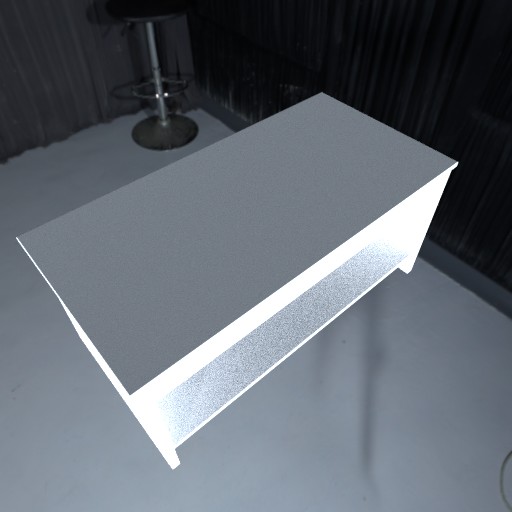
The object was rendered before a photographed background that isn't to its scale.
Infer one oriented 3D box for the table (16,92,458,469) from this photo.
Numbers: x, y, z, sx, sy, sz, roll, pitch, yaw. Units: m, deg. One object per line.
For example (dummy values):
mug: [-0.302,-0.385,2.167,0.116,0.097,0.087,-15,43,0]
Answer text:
table: [0.000,0.000,1.257,1.000,0.441,0.500,-33,56,-26]
